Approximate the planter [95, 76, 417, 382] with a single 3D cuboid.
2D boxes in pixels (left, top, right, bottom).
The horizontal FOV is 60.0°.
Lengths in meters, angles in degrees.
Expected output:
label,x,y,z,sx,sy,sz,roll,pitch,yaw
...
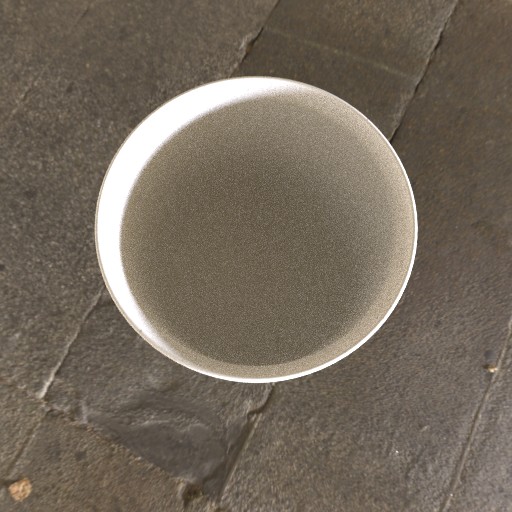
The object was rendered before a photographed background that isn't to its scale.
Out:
label,x,y,z,sx,sy,sz,roll,pitch,yaw
planter,0.000,0.000,0.495,0.268,0.270,0.268,0,75,0
